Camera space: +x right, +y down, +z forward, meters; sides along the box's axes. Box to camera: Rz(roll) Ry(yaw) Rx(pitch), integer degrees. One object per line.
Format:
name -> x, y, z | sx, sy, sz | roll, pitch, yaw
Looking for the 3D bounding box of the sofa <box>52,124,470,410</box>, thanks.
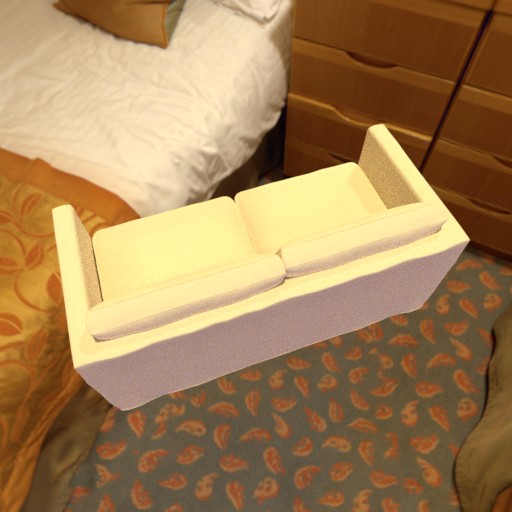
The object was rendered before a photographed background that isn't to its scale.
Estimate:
sofa -> 0.000, 0.000, 2.512 | 1.987, 0.870, 0.940 | -17, 59, -11
